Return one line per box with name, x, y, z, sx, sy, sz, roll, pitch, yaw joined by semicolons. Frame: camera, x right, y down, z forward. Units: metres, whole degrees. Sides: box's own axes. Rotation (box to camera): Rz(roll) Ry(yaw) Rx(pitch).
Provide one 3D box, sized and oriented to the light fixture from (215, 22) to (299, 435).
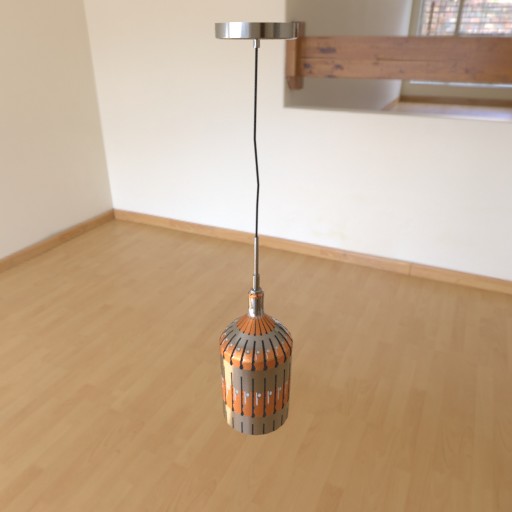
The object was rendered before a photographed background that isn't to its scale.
light fixture;0.000;0.000;1.651;0.303;1.535;0.303;0;26;0
